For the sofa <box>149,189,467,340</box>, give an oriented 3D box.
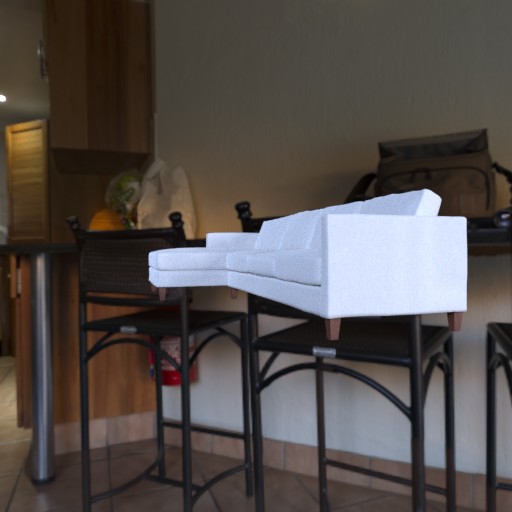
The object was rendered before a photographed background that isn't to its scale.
[{"bbox_3d":[0.000,0.000,3.890,1.625,0.861,3.186,0,1,-18],"label":"sofa"}]
